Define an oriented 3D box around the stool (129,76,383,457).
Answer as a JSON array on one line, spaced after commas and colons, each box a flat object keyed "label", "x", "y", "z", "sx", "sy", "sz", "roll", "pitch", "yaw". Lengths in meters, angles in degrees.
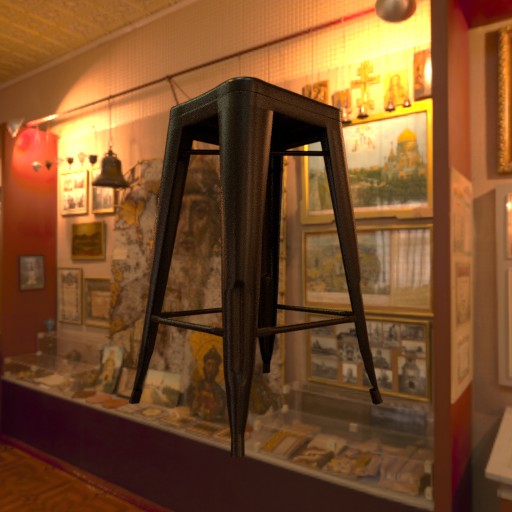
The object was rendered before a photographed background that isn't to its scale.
[{"label": "stool", "x": 0.000, "y": 0.000, "z": 0.919, "sx": 0.423, "sy": 0.609, "sz": 0.455, "roll": 0, "pitch": -1, "yaw": 37}]
